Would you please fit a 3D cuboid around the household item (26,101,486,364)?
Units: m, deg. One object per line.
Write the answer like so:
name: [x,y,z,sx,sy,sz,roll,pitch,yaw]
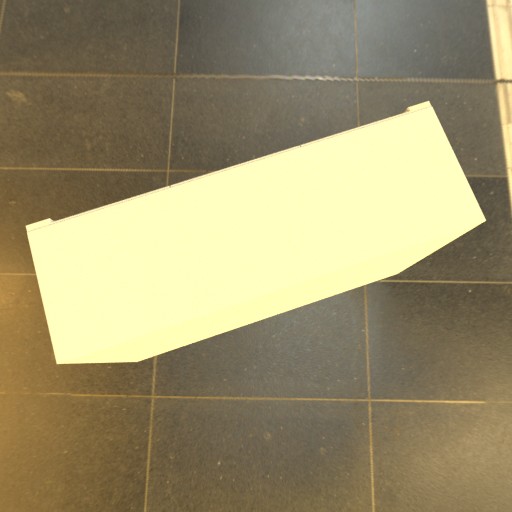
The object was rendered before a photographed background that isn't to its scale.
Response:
household item: [0.000,0.000,1.736,1.300,0.867,0.420,-18,78,-4]
